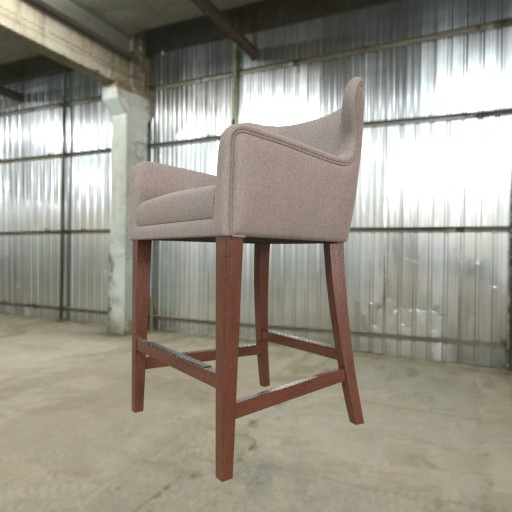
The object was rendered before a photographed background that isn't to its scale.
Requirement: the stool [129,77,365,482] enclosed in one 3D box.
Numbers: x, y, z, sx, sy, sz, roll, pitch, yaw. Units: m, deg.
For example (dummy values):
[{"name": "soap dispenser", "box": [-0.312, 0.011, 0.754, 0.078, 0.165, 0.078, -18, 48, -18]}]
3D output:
[{"name": "stool", "box": [0.000, 0.000, 1.313, 0.575, 0.951, 0.575, -1, 1, -36]}]
